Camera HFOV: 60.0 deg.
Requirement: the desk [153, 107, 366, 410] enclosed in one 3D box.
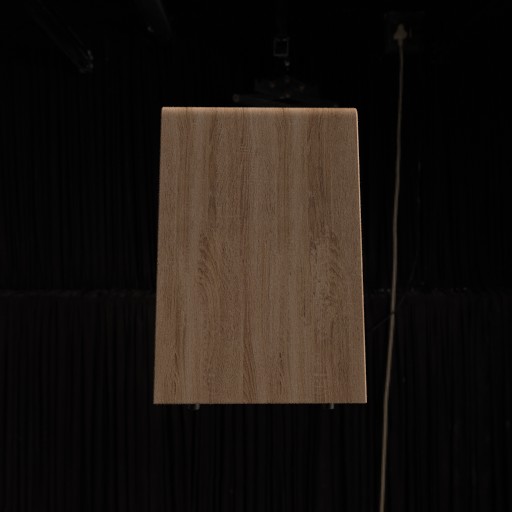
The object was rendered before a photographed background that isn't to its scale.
[{"bbox_3d":[0.000,0.000,1.695,0.500,0.750,1.300,0,-1,-1],"label":"desk"}]
